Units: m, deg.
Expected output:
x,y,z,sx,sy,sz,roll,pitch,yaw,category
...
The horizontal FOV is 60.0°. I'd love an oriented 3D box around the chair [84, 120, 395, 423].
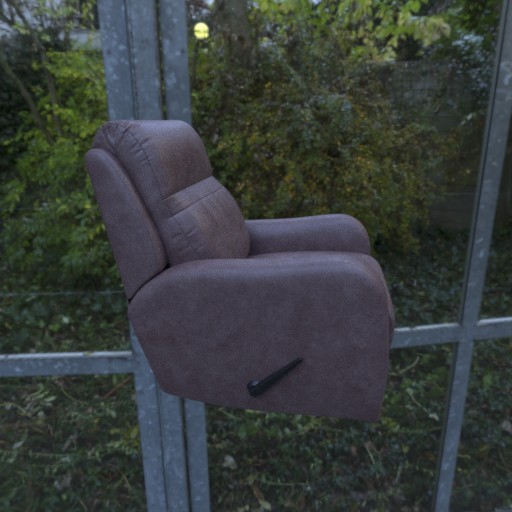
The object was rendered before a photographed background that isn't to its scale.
x,y,z,sx,sy,sz,roll,pitch,yaw,category
0.000,0.000,1.810,1.067,1.067,0.865,3,17,9,chair
